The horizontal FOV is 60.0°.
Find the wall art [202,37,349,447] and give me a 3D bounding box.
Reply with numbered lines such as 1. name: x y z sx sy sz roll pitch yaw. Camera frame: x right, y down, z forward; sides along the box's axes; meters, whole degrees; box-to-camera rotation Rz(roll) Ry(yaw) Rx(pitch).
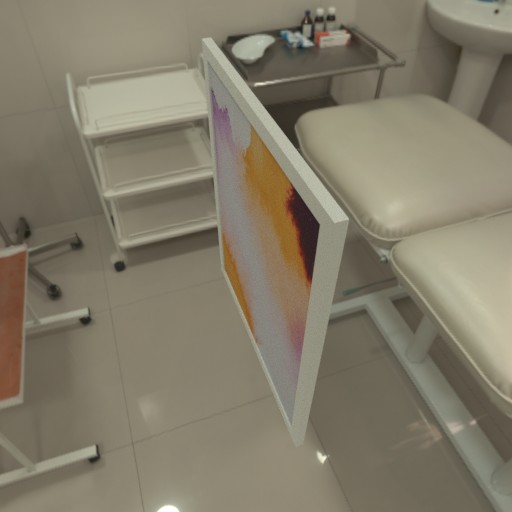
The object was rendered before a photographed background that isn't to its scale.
1. wall art: 0.000 0.000 0.626 0.013 0.456 0.382 -15 48 -14
